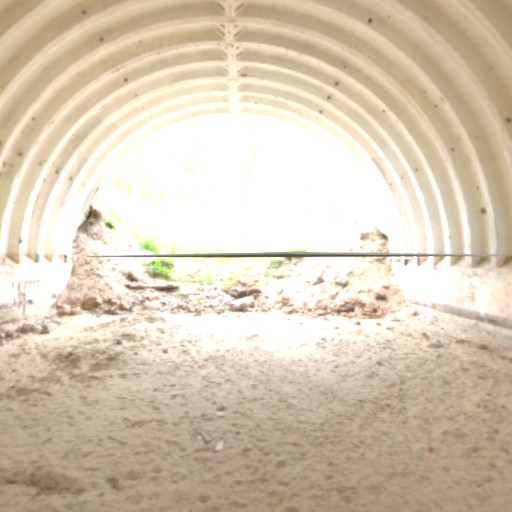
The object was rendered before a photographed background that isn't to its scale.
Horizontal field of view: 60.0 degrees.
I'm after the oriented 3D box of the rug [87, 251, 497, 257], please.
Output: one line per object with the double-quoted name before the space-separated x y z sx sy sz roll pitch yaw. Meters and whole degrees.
"rug" 0.000 0.000 2.974 1.515 0.010 2.430 0 -1 -37
